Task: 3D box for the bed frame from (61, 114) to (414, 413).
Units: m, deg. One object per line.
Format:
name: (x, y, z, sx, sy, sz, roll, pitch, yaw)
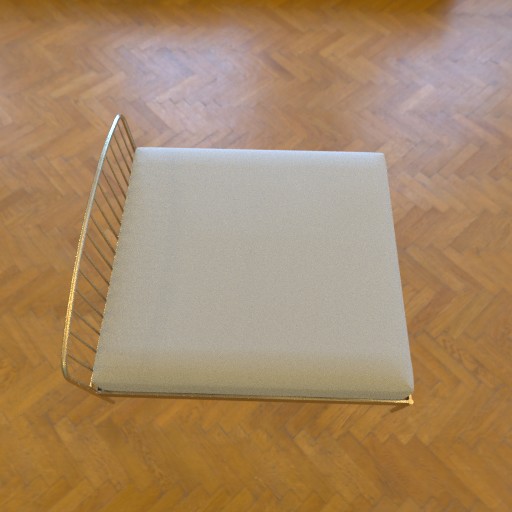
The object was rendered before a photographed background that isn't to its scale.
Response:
bed frame: (0.000, 0.000, 3.292, 2.152, 1.174, 2.016, 1, 63, 1)
